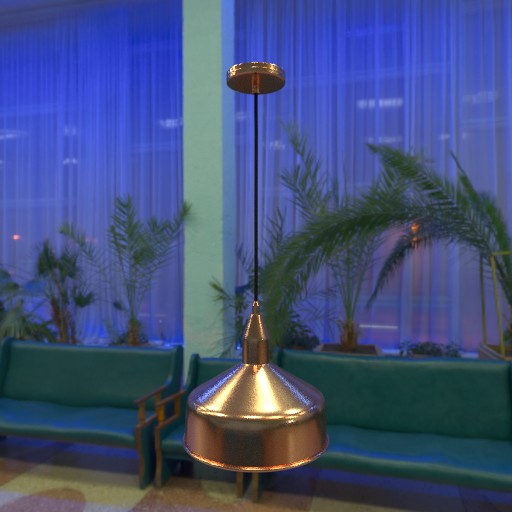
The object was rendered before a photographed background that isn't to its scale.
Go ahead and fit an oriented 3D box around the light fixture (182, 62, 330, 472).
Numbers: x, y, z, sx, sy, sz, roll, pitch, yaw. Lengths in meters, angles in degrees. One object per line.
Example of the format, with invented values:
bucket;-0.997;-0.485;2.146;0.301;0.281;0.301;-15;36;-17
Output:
light fixture;0.000;0.000;0.920;0.301;0.754;0.301;0;0;17
